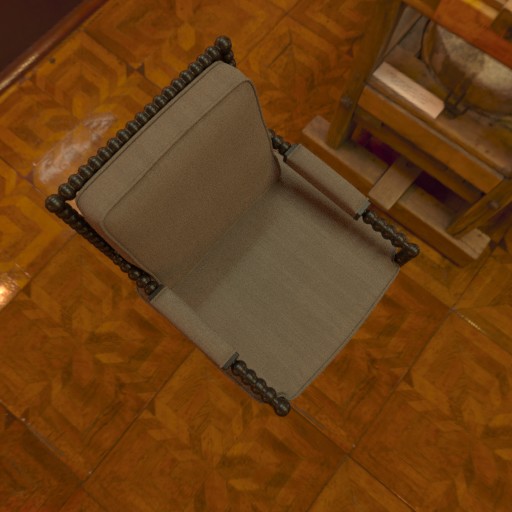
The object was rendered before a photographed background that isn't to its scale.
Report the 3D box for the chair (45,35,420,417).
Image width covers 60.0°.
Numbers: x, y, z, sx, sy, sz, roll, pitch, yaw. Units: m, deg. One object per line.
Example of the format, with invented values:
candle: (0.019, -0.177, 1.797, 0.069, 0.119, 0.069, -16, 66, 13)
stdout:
chair: (0.000, 0.000, 1.115, 0.622, 0.661, 0.540, 41, 79, 9)
